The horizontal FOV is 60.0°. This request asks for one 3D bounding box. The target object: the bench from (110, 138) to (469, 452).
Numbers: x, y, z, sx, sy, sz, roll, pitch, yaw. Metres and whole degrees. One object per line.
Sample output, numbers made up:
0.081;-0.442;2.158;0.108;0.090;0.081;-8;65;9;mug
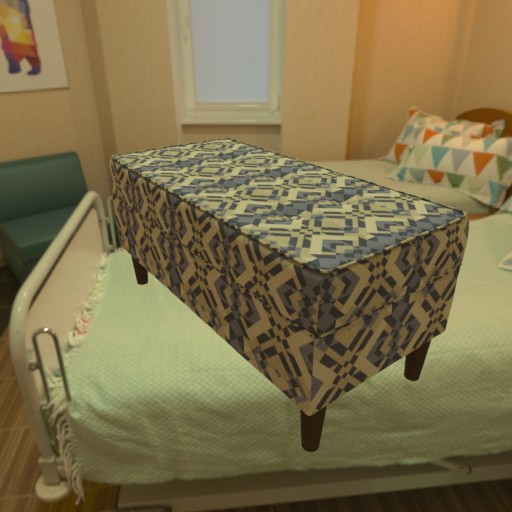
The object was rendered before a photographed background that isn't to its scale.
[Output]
0.000;0.000;1.325;0.492;0.477;1.016;-19;32;-32;bench
